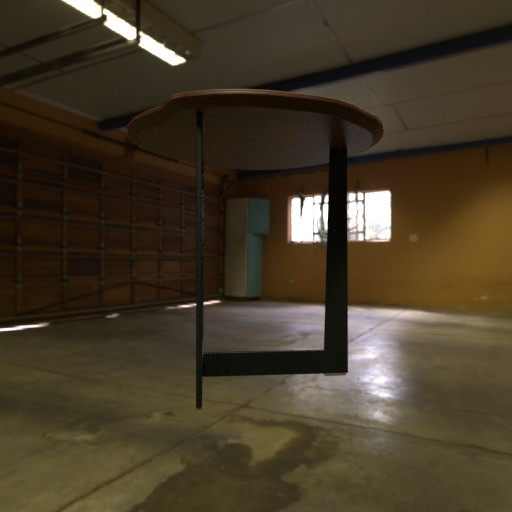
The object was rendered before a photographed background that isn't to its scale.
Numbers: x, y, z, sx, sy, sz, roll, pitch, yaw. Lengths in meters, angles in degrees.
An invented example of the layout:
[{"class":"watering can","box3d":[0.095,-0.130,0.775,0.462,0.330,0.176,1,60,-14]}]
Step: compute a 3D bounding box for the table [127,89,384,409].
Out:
[{"class":"table","box3d":[0.000,0.000,0.881,0.494,0.476,0.477,0,-1,-17]}]
